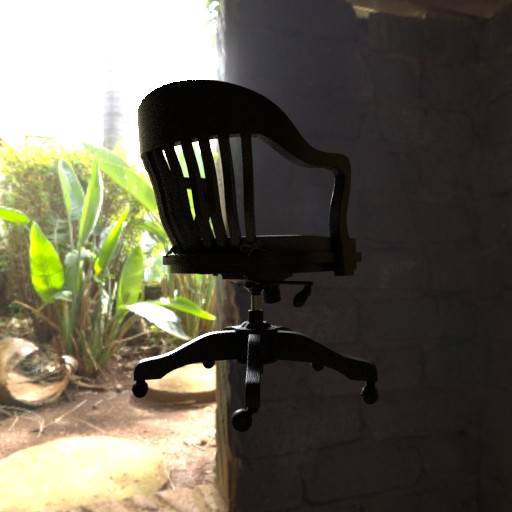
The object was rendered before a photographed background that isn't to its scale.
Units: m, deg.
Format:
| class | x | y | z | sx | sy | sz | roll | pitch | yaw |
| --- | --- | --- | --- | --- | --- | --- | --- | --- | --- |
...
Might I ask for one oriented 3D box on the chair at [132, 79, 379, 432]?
| class | x | y | z | sx | sy | sz | roll | pitch | yaw |
| --- | --- | --- | --- | --- | --- | --- | --- | --- | --- |
| chair | 0.000 | 0.000 | 1.451 | 0.750 | 0.878 | 0.788 | -1 | -2 | 37 |
